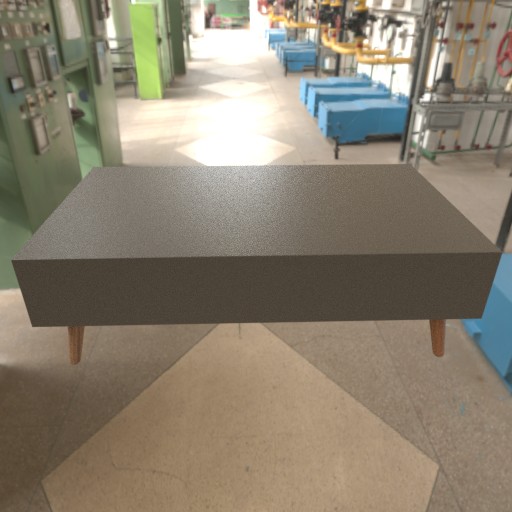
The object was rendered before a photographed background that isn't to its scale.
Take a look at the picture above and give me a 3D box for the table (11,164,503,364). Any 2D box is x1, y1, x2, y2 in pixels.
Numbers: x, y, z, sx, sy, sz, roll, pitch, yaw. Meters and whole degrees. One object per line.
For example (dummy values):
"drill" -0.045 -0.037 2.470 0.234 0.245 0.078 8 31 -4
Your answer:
"table" 0.000 0.000 1.485 1.201 0.404 0.703 -1 30 -1
